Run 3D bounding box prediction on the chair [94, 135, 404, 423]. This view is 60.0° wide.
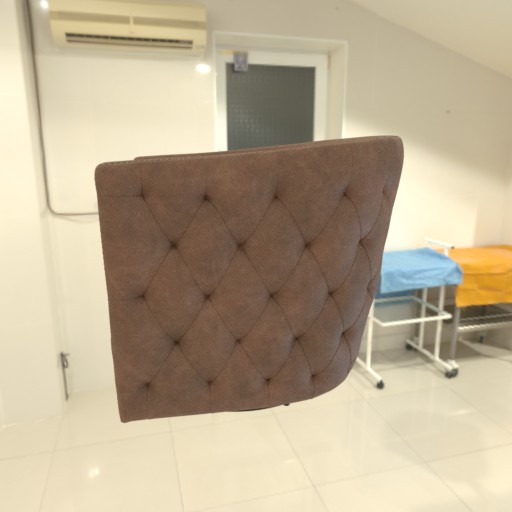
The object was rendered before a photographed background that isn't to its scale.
[{"bbox_3d":[0.000,0.000,1.502,0.870,0.790,0.850,-2,14,-9],"label":"chair"}]
